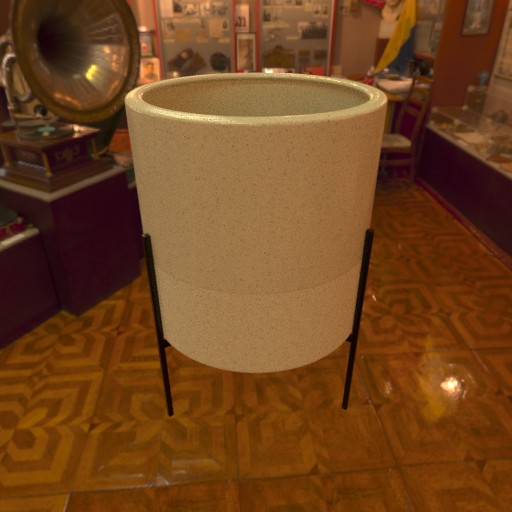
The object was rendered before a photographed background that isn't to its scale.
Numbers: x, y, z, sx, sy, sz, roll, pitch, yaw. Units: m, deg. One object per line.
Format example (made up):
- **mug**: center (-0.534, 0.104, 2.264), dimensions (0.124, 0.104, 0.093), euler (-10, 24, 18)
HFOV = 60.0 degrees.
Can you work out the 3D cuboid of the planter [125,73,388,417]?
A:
- **planter**: center (0.000, 0.000, 0.667), dimensions (0.314, 0.475, 0.323), euler (-1, 30, -2)
